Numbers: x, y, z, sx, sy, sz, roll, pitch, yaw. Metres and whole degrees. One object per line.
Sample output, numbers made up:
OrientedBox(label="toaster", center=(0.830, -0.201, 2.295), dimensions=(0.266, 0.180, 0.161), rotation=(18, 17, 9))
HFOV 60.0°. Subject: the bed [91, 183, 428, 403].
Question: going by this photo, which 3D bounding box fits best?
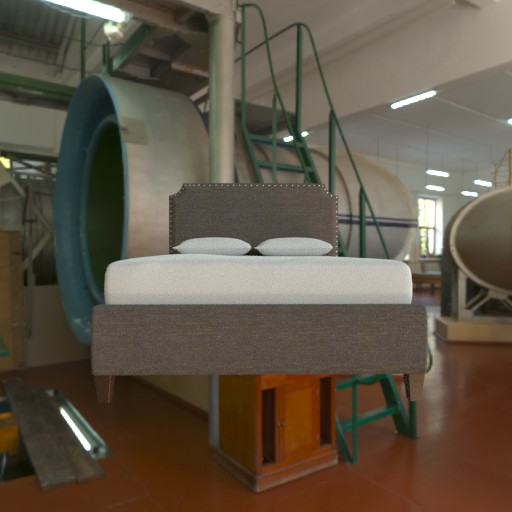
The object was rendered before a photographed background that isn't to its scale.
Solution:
OrientedBox(label="bed", center=(0.000, 0.000, 3.378), dimensions=(1.713, 1.457, 2.381), rotation=(0, 0, -1))
